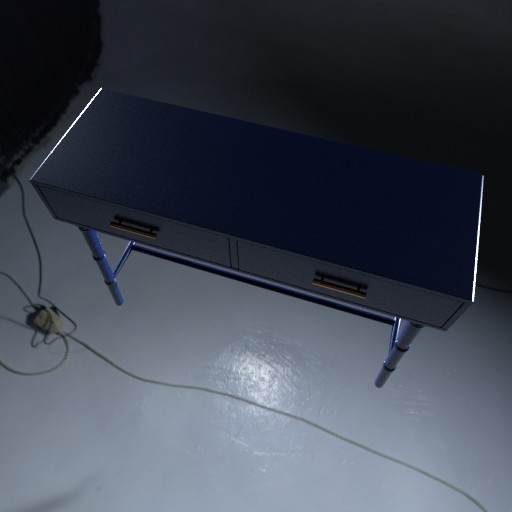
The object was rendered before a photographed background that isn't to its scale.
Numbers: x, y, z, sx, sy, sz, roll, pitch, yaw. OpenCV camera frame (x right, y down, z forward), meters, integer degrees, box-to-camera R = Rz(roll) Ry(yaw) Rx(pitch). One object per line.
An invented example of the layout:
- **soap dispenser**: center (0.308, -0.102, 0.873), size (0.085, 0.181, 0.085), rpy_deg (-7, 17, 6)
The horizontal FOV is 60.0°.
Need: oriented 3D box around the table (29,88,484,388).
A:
- **table**: center (0.000, 0.000, 1.459), size (1.118, 0.749, 0.399), rpy_deg (16, 60, 9)
